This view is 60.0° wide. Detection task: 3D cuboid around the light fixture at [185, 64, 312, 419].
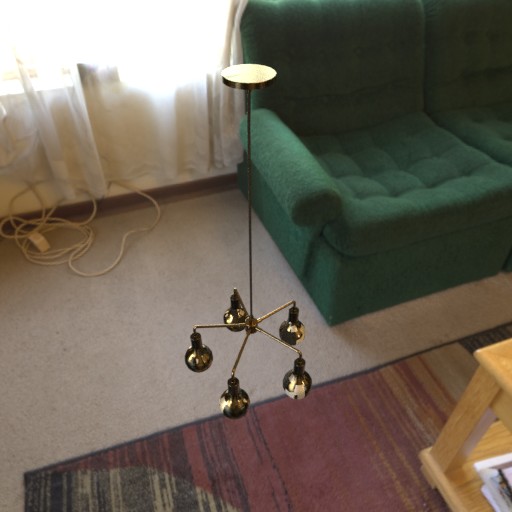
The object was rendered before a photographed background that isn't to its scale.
[{"bbox_3d":[0.000,0.000,1.219,0.421,0.988,0.438,-26,48,-27],"label":"light fixture"}]
